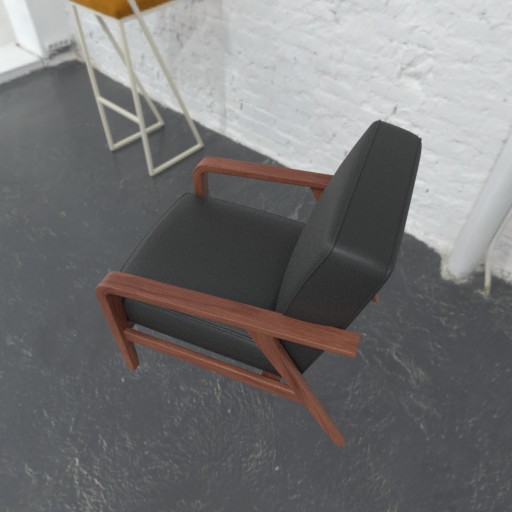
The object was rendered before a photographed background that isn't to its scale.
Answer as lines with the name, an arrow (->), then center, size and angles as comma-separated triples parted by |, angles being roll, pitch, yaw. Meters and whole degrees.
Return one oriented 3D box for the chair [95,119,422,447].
chair -> 0.000, 0.000, 1.510 | 0.889, 0.861, 0.719 | 15, 48, 14
